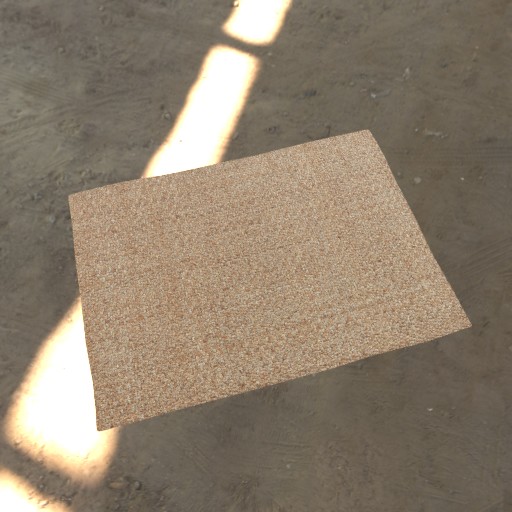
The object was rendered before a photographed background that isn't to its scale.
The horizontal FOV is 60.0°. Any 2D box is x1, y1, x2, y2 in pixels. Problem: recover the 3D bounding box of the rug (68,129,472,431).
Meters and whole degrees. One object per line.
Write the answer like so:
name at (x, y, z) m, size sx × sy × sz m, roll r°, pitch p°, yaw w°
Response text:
rug at (0.000, 0.000, 2.730) m, size 2.141 × 0.013 × 1.566 m, roll -14°, pitch 64°, yaw -7°
